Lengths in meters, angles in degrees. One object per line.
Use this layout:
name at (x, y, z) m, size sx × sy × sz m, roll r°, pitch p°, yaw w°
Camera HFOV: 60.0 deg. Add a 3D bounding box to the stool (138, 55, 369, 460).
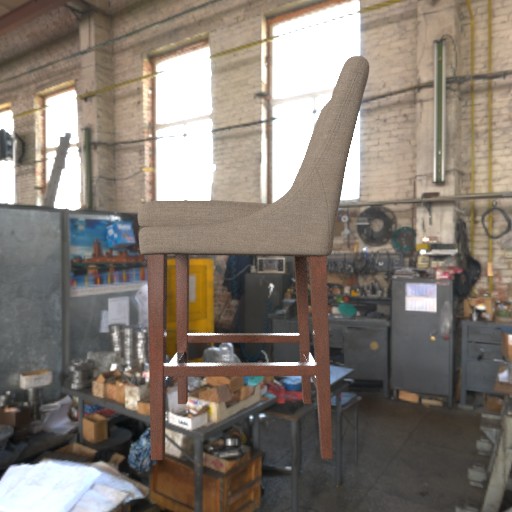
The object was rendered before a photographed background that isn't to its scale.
stool at (0.000, 0.000, 1.274) m, size 0.577 × 0.981 × 0.470 m, roll 0°, pitch 1°, yaw -1°
